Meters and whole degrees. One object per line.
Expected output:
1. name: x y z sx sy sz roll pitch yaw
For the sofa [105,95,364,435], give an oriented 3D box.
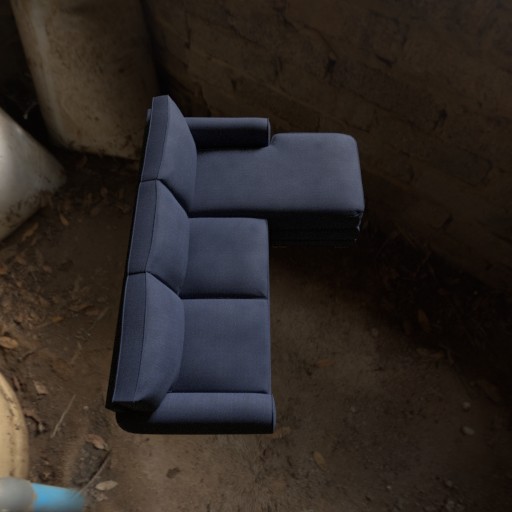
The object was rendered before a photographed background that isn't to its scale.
1. sofa: 0.000 0.000 3.409 1.780 1.063 2.567 0 64 0
